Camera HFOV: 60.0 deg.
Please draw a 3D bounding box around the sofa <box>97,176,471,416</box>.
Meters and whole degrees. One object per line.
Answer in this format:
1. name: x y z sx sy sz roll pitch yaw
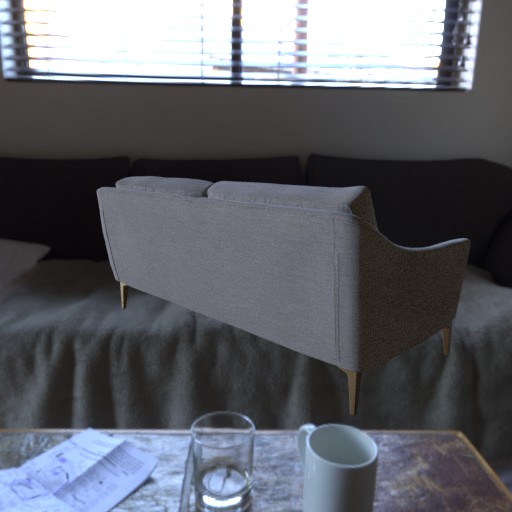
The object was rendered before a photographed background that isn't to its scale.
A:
1. sofa: 0.000 0.000 2.557 2.036 0.913 0.980 12 18 43
